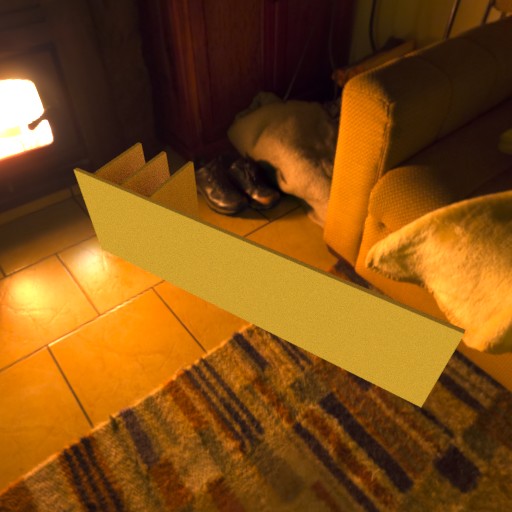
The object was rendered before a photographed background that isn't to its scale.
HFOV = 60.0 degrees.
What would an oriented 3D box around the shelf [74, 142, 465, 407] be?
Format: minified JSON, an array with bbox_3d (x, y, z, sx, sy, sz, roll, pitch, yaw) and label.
[{"bbox_3d":[0.000,0.000,1.171,1.020,0.300,0.200,23,50,21],"label":"shelf"}]
